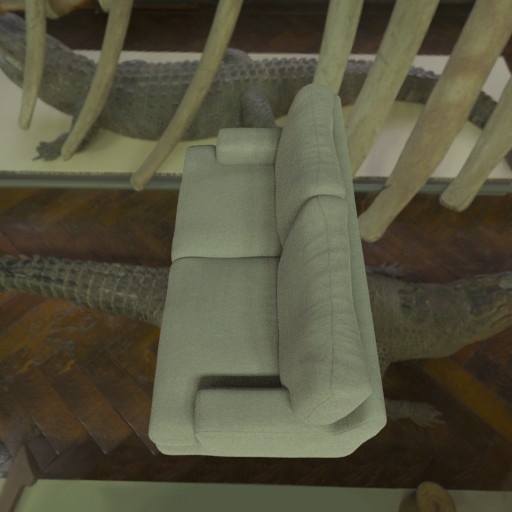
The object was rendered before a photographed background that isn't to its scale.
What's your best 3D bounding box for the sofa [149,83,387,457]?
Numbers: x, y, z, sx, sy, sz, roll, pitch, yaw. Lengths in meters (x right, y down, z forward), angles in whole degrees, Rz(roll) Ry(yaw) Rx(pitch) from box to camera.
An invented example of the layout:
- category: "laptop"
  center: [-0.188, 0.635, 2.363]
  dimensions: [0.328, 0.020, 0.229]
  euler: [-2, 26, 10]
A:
- category: "sofa"
  center: [0.000, 0.000, 2.341]
  dimensions: [0.962, 0.980, 1.855]
  euler: [0, 57, 0]
